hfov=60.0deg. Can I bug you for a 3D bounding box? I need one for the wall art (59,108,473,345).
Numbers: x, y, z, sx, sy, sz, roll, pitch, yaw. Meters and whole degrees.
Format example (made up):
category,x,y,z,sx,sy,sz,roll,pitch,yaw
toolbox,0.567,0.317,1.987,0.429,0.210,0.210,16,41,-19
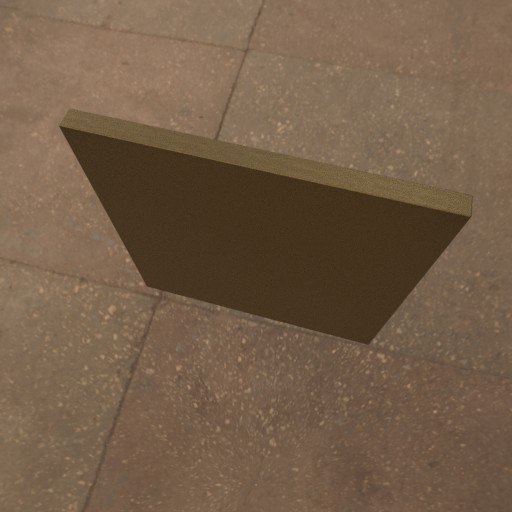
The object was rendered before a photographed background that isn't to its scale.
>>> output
category,x,y,z,sx,sy,sz,roll,pitch,yaw
wall art,0.000,0.000,0.752,0.503,0.506,0.031,14,64,7
